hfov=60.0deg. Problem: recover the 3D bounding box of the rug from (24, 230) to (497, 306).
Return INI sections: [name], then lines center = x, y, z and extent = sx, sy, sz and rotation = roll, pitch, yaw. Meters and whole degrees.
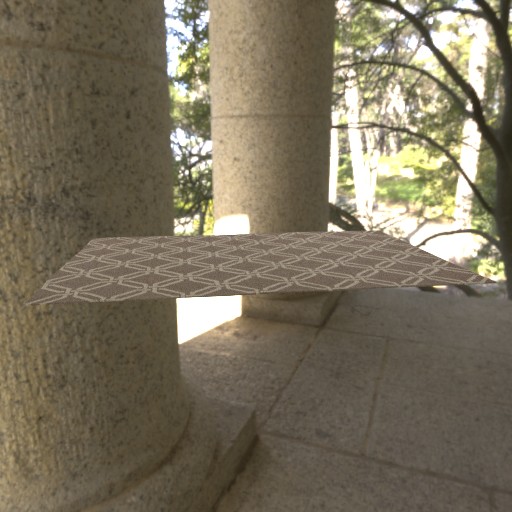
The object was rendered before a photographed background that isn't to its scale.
[rug]
center = 0.000, 0.000, 2.143
extent = 1.748, 0.010, 1.142
rotation = -2, 14, -8
